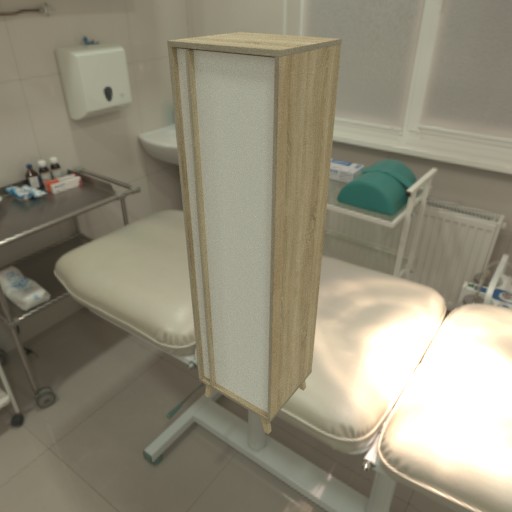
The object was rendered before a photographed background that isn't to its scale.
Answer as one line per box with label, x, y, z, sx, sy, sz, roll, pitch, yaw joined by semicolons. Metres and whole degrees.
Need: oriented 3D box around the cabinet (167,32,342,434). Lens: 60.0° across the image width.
cabinet;0.000;0.000;2.225;0.510;1.960;0.450;21;37;30
